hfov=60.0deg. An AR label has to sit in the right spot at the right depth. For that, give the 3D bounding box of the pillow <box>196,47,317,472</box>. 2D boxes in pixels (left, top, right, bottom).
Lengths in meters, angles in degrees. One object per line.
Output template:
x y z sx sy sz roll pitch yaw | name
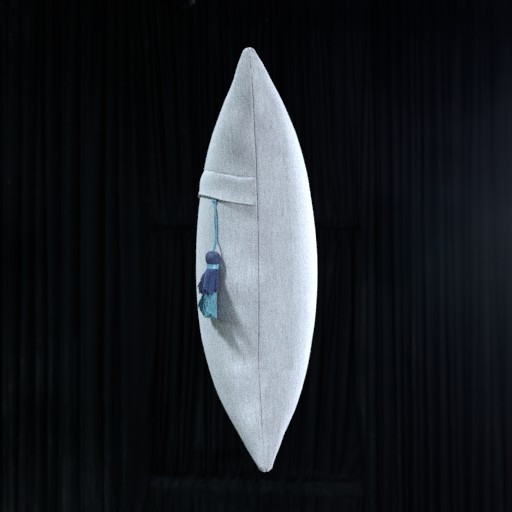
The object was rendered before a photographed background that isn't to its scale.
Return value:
0.000 0.000 0.667 0.173 0.436 0.433 0 2 -1 | pillow
